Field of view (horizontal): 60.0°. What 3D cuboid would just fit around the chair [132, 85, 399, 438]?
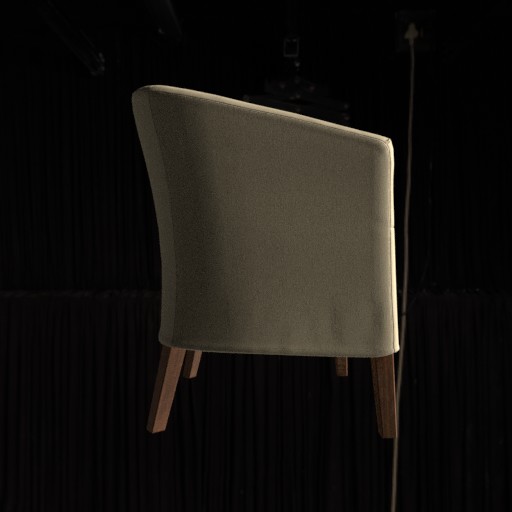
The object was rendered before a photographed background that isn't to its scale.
[{"bbox_3d":[0.000,0.000,1.288,0.657,0.822,0.643,0,-1,0],"label":"chair"}]
